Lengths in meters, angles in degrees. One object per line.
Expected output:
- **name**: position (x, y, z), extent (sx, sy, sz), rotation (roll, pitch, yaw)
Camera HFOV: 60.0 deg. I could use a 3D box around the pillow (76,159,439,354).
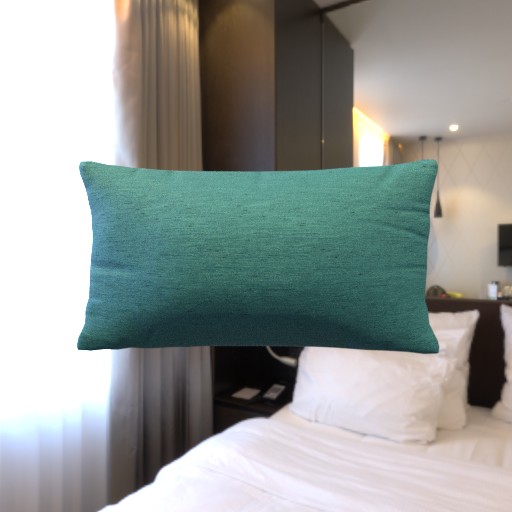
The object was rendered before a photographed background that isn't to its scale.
- **pillow**: position (0.000, 0.000, 0.786), extent (0.633, 0.338, 0.210), rotation (0, 1, 2)
